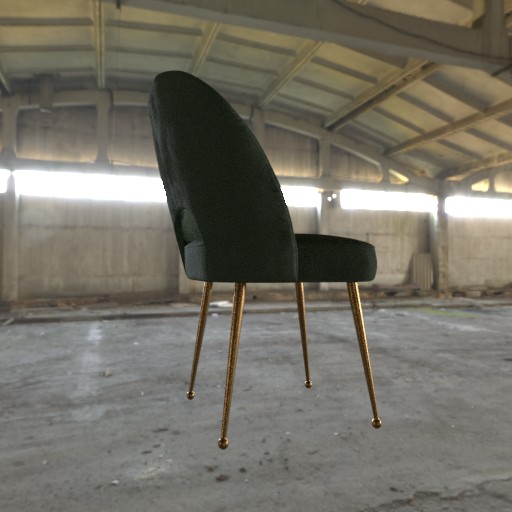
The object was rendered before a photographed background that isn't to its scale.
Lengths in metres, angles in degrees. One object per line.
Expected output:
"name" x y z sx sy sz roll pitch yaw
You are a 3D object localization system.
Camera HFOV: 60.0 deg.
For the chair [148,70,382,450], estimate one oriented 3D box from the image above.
"chair" 0.000 0.000 1.218 0.577 0.860 0.527 1 -2 -19
